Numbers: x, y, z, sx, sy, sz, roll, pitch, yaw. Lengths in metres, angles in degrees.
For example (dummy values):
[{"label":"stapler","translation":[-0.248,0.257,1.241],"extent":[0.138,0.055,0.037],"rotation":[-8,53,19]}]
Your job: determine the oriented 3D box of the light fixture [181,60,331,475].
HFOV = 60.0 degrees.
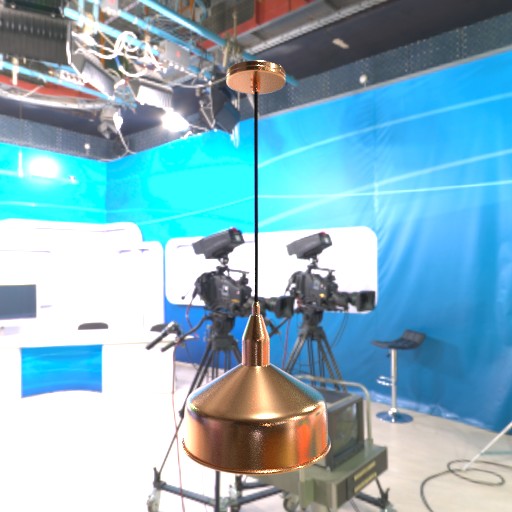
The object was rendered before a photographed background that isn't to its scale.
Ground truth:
[{"label":"light fixture","translation":[0.000,0.000,0.911],"extent":[0.301,0.754,0.301],"rotation":[0,-1,0]}]
